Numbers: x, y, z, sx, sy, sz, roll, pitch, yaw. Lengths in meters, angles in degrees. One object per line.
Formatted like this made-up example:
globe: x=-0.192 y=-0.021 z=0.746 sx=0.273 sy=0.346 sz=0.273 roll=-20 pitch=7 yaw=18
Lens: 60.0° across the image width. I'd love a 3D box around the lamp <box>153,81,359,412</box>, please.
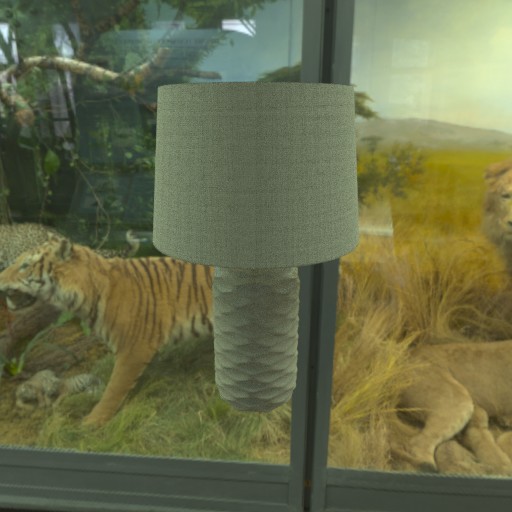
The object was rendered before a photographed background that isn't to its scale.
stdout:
lamp: x=0.000 y=0.000 z=0.839 sx=0.376 sy=0.594 sz=0.376 roll=0 pitch=18 yaw=0
